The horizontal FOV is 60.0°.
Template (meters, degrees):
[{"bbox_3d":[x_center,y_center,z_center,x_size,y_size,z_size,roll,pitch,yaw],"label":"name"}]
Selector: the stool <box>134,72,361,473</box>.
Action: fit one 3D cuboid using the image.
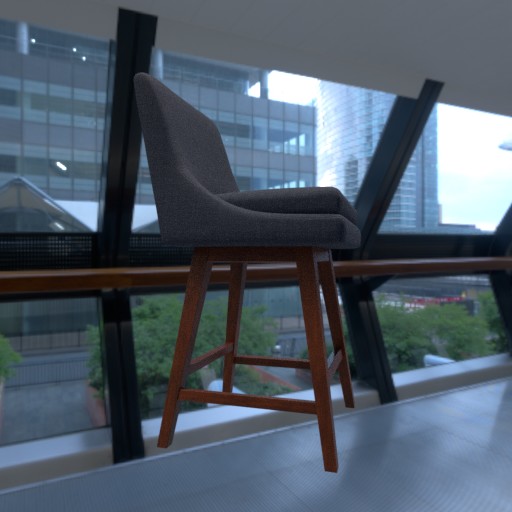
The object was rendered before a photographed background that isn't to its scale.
[{"bbox_3d":[0.000,0.000,1.189,0.524,0.895,0.467,0,0,17],"label":"stool"}]
